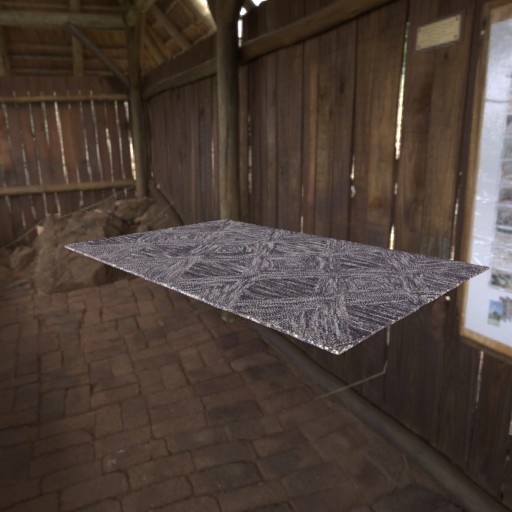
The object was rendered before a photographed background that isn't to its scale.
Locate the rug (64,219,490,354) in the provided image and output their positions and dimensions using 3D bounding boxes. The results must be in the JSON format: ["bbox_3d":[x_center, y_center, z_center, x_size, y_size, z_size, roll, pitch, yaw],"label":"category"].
[{"bbox_3d":[0.000,0.000,2.220,1.814,0.012,1.186,14,20,43],"label":"rug"}]
